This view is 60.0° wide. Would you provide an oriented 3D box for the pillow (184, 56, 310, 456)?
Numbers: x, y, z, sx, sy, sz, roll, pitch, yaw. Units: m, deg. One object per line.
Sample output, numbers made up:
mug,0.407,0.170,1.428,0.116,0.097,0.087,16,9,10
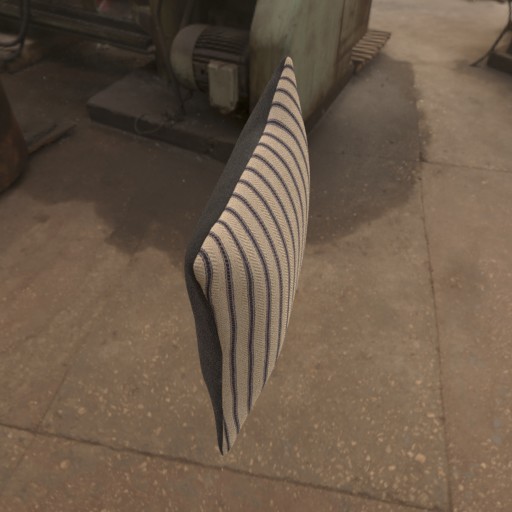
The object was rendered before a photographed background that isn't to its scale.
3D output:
pillow,0.000,0.000,0.699,0.138,0.444,0.468,10,47,9
